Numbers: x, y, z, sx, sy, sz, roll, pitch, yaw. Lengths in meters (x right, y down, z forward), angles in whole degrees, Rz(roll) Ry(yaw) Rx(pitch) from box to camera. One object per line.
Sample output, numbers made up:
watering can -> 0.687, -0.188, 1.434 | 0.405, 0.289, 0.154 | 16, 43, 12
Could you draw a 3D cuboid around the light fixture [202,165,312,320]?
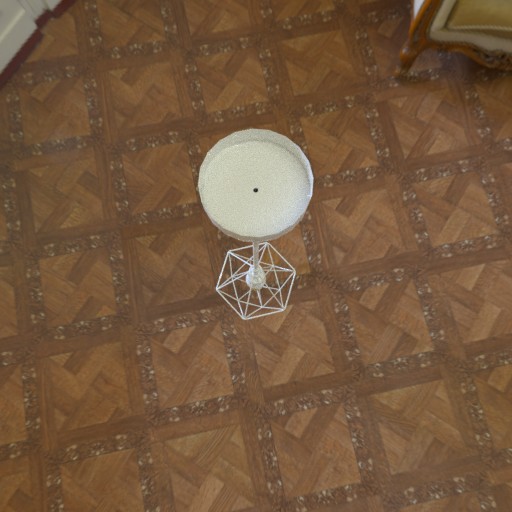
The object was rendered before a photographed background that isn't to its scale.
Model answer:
light fixture -> 0.000, 0.000, 1.992 | 0.487, 1.764, 0.431 | -13, 78, -3
